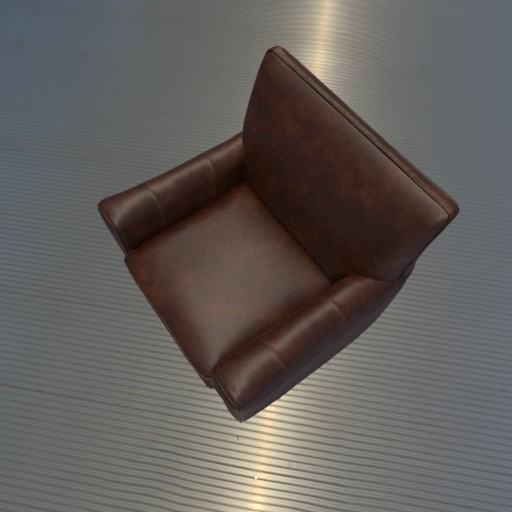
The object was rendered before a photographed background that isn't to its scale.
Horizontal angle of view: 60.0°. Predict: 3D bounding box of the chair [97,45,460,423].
[{"bbox_3d":[0.000,0.000,1.638,0.823,0.943,0.870,-33,68,-15],"label":"chair"}]
